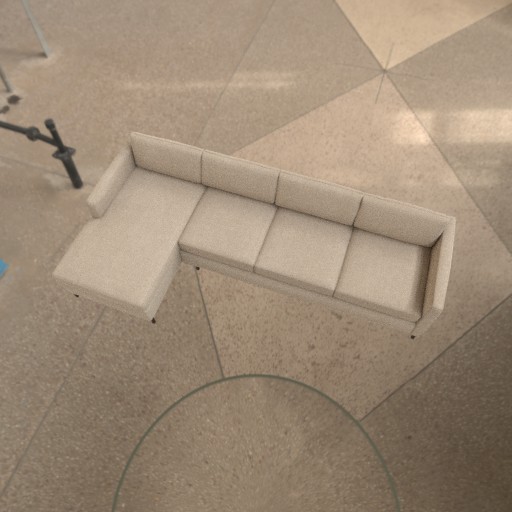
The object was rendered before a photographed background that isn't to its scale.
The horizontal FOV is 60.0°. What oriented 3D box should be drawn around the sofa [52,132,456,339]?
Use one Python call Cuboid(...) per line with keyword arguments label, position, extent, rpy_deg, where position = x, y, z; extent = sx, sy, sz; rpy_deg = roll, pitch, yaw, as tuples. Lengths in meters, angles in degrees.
Cuboid(label="sofa", position=(0.000, 0.000, 3.601), extent=(2.923, 0.816, 1.469), rpy_deg=(17, 61, 10))
